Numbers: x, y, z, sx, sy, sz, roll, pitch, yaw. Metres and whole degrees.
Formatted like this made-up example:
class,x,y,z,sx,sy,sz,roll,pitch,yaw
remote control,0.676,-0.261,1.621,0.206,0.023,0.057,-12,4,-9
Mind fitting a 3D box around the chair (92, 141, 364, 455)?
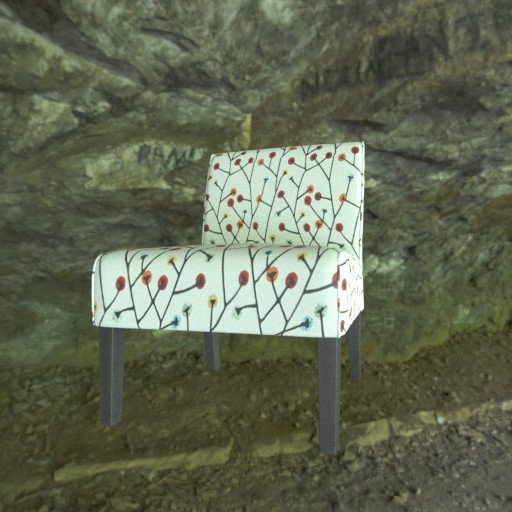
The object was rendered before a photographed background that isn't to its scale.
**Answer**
class,x,y,z,sx,sy,sz,roll,pitch,yaw
chair,0.000,0.000,1.296,0.597,0.813,0.732,-1,-2,18
